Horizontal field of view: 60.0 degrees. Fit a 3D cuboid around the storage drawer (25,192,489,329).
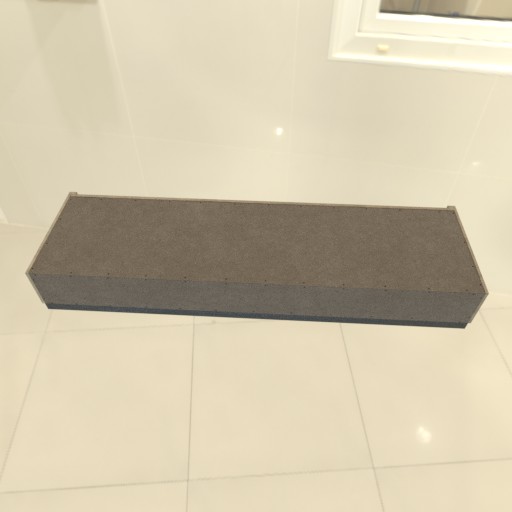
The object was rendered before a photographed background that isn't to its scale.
[{"bbox_3d":[0.000,0.000,2.278,2.072,0.274,0.591,2,47,2],"label":"storage drawer"}]
